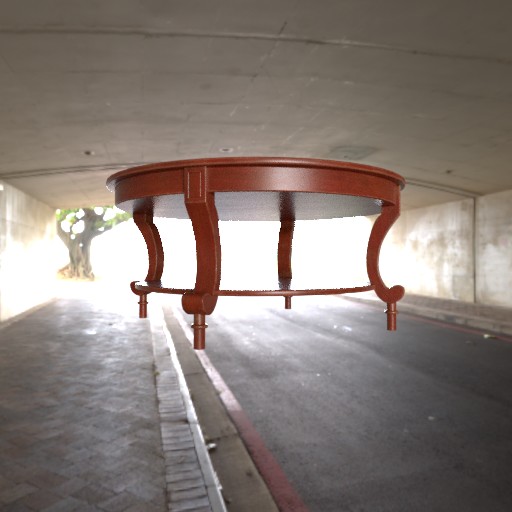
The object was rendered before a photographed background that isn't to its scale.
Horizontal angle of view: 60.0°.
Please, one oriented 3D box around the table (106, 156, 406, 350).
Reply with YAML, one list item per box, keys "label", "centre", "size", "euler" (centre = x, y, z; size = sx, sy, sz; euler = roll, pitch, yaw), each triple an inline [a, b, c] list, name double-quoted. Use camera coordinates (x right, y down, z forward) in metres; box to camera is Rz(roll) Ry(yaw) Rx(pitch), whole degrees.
- label: "table"
  centre: [0.000, 0.000, 1.600]
  size: [1.029, 0.486, 1.029]
  euler: [0, 0, 0]
